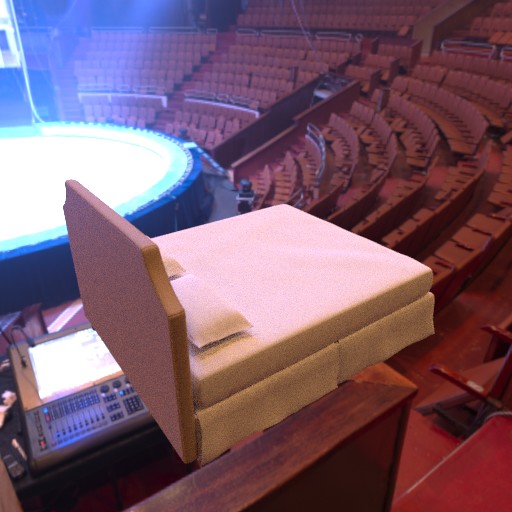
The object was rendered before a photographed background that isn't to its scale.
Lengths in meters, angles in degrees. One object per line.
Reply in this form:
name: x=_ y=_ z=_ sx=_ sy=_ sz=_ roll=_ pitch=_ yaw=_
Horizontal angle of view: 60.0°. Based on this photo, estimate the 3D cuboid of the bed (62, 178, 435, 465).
bed: x=0.000 y=0.000 z=4.173 sx=2.773 sy=1.590 sz=2.350 roll=-18 pitch=32 yaw=-32
